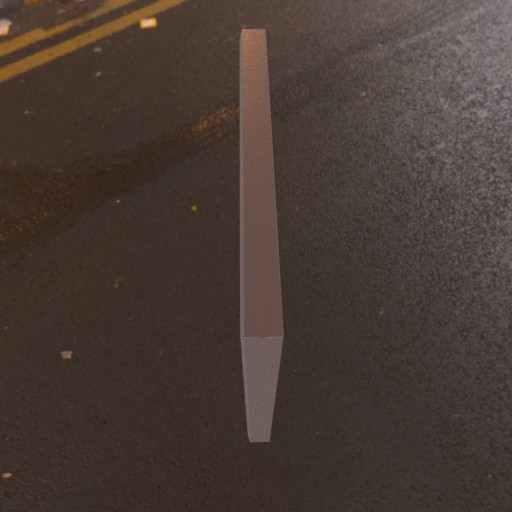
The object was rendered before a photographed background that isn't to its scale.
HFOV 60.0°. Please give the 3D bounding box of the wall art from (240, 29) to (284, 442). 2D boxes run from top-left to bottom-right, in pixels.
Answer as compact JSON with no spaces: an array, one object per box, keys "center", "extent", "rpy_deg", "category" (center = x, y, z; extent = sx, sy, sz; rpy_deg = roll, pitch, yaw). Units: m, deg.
[{"center":[0.000,0.000,0.522],"extent":[0.028,0.349,0.349],"rpy_deg":[-1,57,-1],"category":"wall art"}]
